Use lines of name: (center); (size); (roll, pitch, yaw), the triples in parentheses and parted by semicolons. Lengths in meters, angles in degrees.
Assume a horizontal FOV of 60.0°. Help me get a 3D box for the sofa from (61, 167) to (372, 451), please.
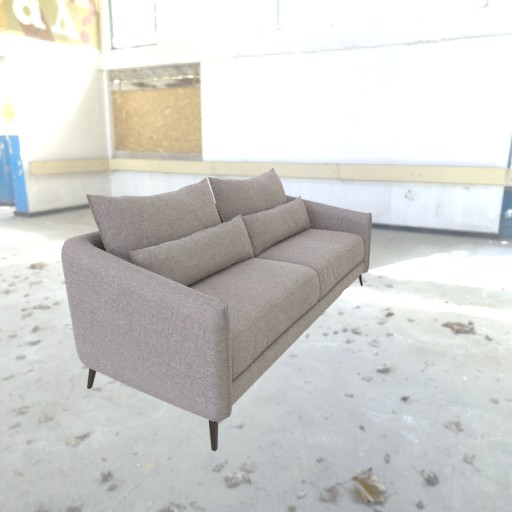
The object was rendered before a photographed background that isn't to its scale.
sofa: (0.000, 0.000, 2.435); (0.809, 0.833, 2.022); (8, 17, 27)
